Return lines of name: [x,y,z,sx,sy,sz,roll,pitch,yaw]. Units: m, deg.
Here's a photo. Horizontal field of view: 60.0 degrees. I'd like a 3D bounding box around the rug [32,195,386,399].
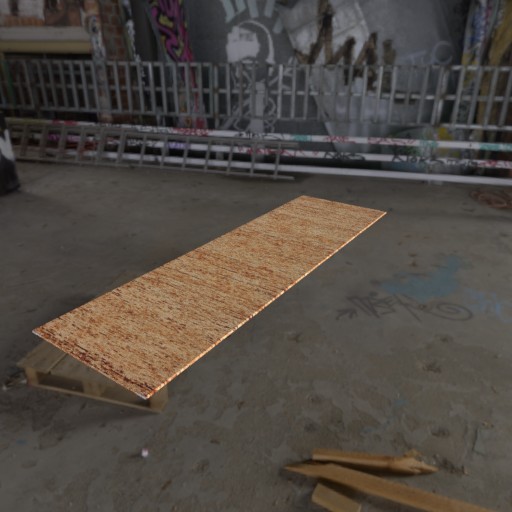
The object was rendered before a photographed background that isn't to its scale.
rug: [0.000,0.000,2.467,0.680,0.014,2.237,17,30,31]
